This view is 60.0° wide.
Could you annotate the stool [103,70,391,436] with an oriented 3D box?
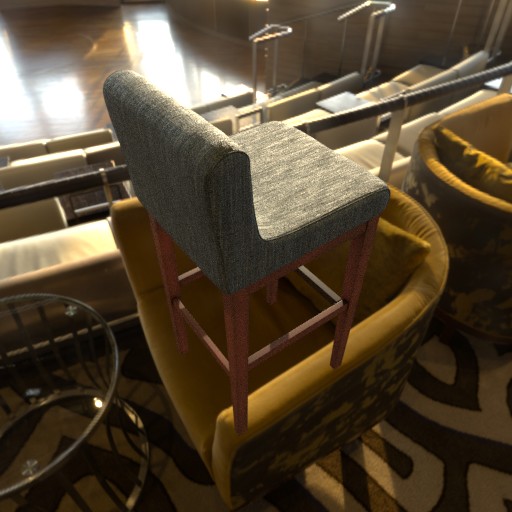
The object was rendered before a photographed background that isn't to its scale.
[{"bbox_3d":[0.000,0.000,1.200,0.499,0.965,0.426,-26,49,-26],"label":"stool"}]
